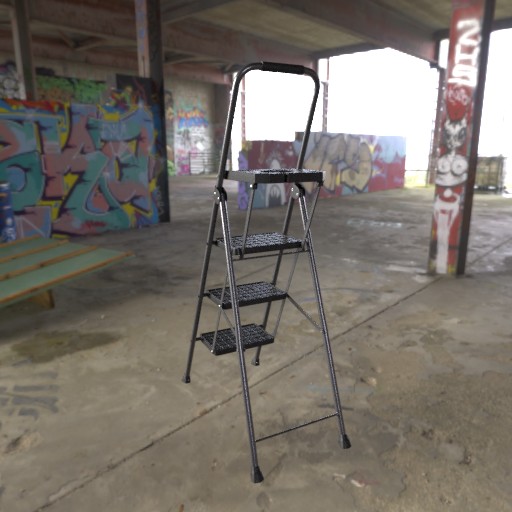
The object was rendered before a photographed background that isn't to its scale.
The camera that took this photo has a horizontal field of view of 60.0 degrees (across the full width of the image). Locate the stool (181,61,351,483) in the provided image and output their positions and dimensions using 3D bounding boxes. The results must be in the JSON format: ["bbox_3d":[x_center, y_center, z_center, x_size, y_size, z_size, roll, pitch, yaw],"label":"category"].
[{"bbox_3d":[0.000,0.000,1.644,0.396,1.277,0.733,-7,16,-27],"label":"stool"}]
